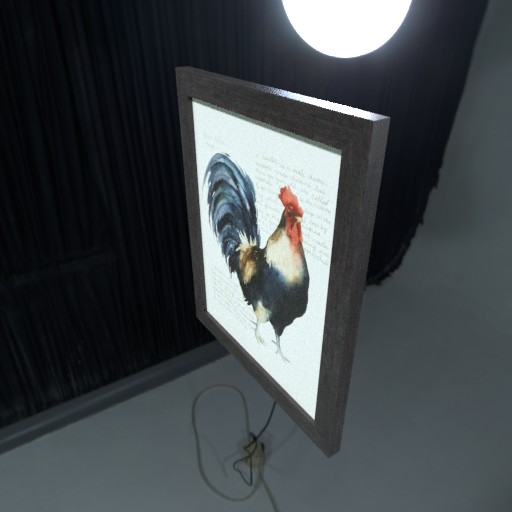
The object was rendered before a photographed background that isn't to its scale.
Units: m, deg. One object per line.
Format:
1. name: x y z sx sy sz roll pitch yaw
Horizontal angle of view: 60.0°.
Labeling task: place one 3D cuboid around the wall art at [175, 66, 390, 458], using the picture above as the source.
1. wall art: 0.000 0.000 0.799 0.027 0.580 0.479 -20 36 -30
